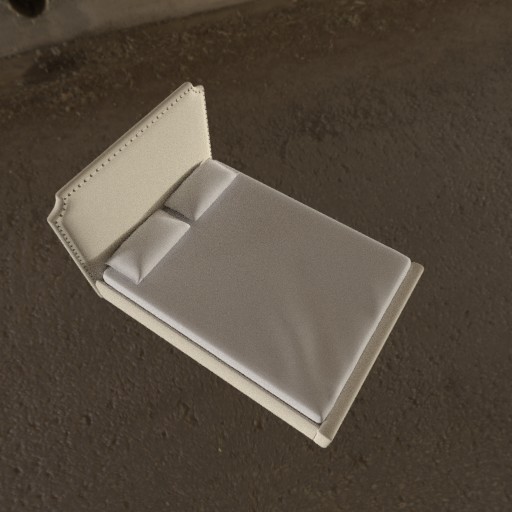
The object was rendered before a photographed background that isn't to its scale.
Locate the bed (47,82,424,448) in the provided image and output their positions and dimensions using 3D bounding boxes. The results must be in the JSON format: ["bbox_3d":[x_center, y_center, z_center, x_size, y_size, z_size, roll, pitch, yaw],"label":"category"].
[{"bbox_3d":[0.000,0.000,3.556,2.372,1.443,1.712,29,63,17],"label":"bed"}]
